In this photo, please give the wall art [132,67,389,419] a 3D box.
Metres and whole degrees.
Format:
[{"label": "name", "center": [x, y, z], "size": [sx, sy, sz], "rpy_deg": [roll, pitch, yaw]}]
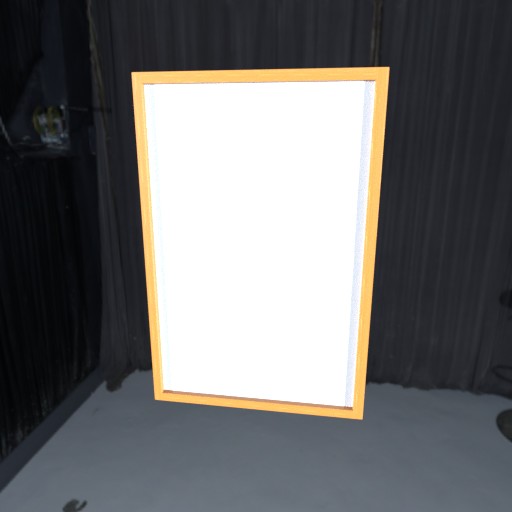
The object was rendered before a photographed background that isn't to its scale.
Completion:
[{"label": "wall art", "center": [0.000, 0.000, 0.782], "size": [0.405, 0.608, 0.025], "rpy_deg": [2, 16, 9]}]
